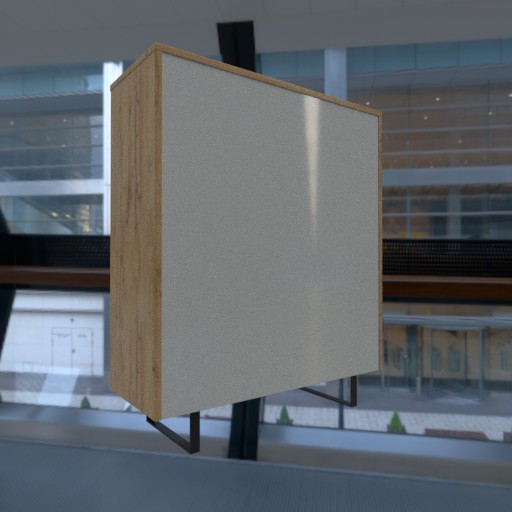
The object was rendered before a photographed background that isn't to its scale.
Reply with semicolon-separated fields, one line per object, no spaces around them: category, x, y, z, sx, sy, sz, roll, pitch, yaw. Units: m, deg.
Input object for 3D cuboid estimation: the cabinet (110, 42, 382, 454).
cabinet;0.000;0.000;1.984;1.168;1.397;0.473;0;-1;-36
